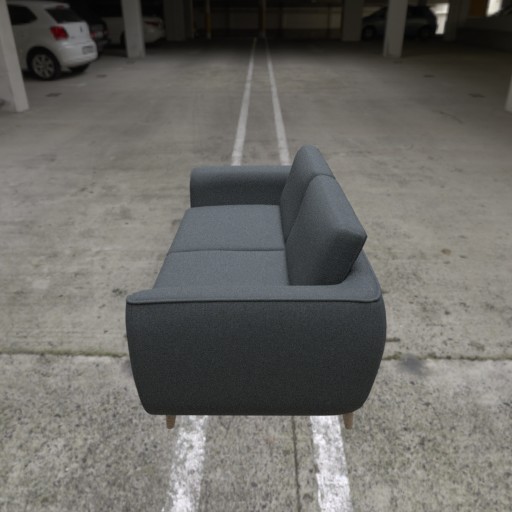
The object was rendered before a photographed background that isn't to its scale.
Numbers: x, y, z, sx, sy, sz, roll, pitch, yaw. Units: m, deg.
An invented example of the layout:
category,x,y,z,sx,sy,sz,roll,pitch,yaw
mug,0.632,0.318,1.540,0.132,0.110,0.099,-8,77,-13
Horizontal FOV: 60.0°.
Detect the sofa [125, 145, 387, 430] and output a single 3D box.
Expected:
category,x,y,z,sx,sy,sz,roll,pitch,yaw
sofa,0.000,0.000,2.224,0.920,0.850,1.700,0,26,0
